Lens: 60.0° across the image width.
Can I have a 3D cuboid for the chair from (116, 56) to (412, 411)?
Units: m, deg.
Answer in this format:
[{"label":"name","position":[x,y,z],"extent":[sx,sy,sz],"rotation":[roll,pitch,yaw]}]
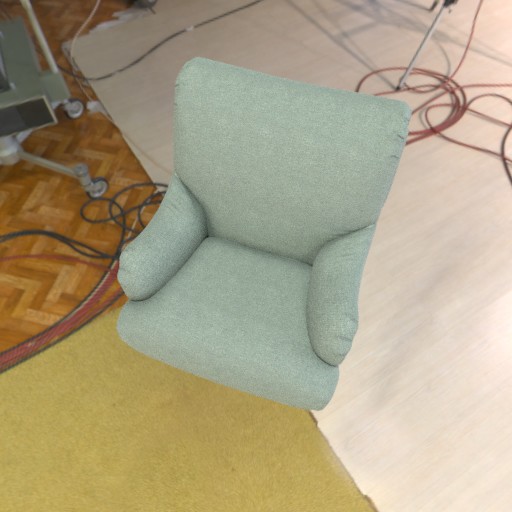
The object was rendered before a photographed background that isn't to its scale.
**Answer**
[{"label":"chair","position":[0.000,0.000,1.952],"extent":[0.964,1.178,1.060],"rotation":[16,60,10]}]
